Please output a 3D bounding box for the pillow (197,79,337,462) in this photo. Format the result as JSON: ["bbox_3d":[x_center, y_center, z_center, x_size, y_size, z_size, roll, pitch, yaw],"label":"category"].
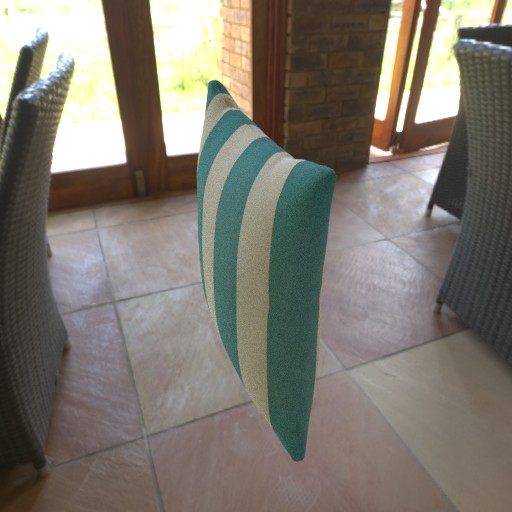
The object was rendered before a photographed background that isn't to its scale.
[{"bbox_3d":[0.000,0.000,0.811,0.189,0.526,0.536,-10,33,-16],"label":"pillow"}]
